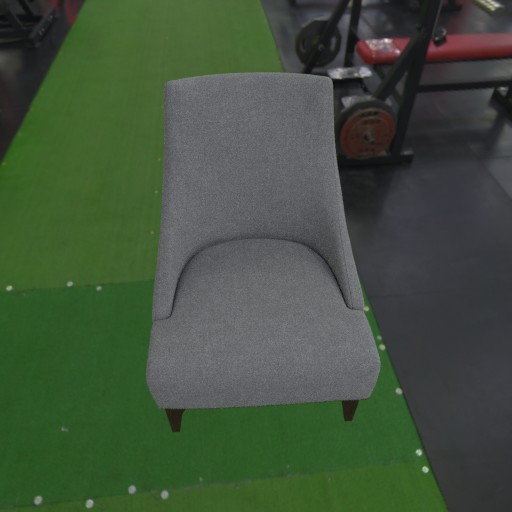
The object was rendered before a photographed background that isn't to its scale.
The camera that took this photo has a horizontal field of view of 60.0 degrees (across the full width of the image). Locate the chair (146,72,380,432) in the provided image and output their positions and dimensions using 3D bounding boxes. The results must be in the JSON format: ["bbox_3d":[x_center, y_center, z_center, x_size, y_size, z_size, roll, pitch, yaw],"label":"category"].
[{"bbox_3d":[0.000,0.000,1.502,0.701,0.909,0.861,-3,46,-3],"label":"chair"}]
